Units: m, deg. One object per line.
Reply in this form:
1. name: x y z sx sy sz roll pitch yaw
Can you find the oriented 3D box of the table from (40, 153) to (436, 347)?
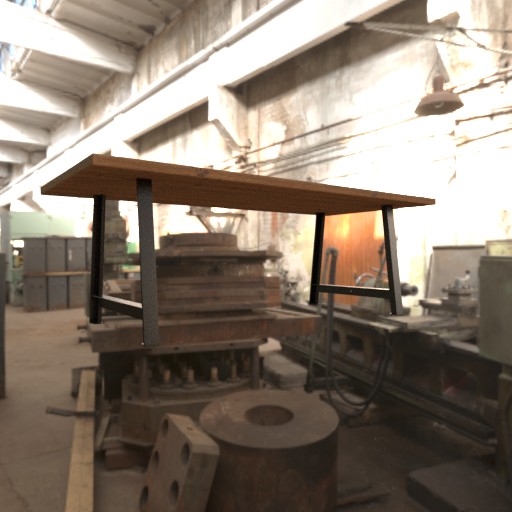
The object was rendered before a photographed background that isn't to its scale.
1. table: 0.000 0.000 2.671 2.200 0.757 1.000 0 0 -36
